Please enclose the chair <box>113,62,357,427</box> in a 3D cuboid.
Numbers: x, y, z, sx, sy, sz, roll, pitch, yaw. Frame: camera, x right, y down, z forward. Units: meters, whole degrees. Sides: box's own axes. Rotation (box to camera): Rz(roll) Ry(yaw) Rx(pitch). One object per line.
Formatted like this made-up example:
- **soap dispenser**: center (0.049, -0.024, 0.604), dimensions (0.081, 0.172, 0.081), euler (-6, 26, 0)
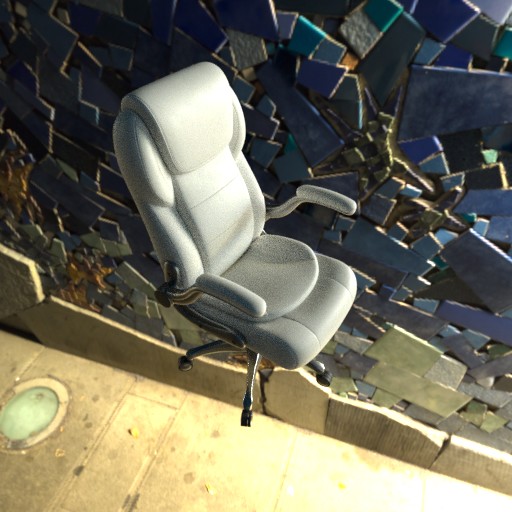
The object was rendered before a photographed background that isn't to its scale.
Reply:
- **chair**: center (0.000, 0.000, 1.820), dimensions (0.806, 1.330, 0.755), euler (25, 47, 25)
